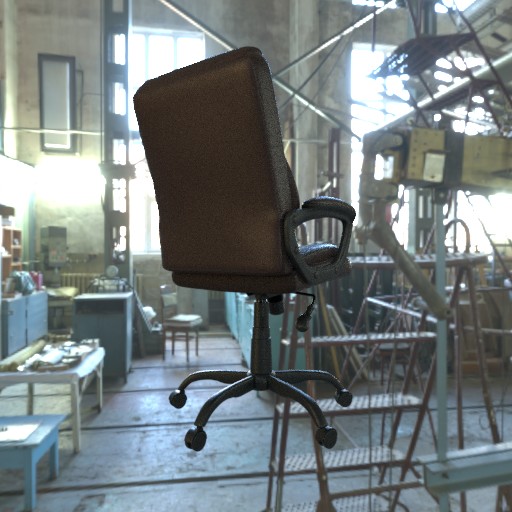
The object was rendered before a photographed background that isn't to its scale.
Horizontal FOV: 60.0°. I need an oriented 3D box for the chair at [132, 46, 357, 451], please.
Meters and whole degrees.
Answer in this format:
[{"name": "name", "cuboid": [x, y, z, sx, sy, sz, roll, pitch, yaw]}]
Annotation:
[{"name": "chair", "cuboid": [0.000, 0.000, 1.453, 0.615, 1.072, 0.655, 1, 1, 37]}]
